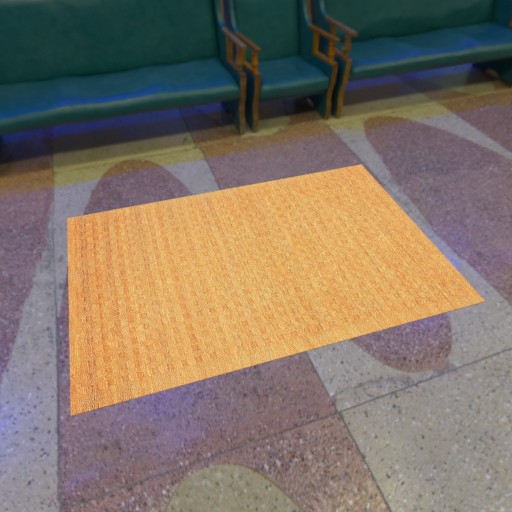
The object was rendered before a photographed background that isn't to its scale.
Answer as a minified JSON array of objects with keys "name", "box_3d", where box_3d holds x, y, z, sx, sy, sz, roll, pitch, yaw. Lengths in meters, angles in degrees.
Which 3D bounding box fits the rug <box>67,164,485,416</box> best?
[{"name":"rug","box_3d":[0.000,0.000,2.828,2.285,0.006,1.524,-12,45,-13]}]
